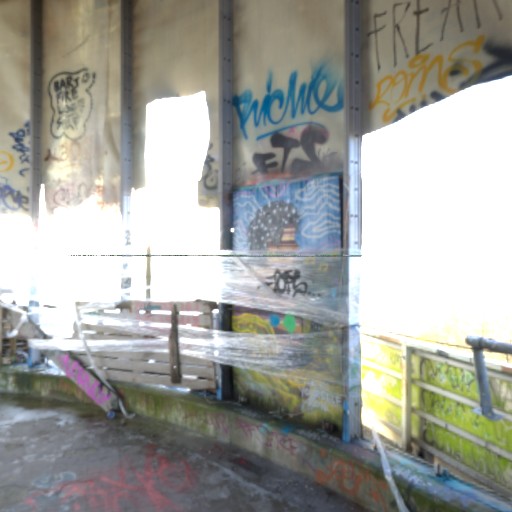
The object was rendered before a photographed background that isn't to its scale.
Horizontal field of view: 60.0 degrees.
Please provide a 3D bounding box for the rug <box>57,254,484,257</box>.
[{"bbox_3d":[0.000,0.000,2.328,1.826,0.006,1.220,0,0,-20],"label":"rug"}]
